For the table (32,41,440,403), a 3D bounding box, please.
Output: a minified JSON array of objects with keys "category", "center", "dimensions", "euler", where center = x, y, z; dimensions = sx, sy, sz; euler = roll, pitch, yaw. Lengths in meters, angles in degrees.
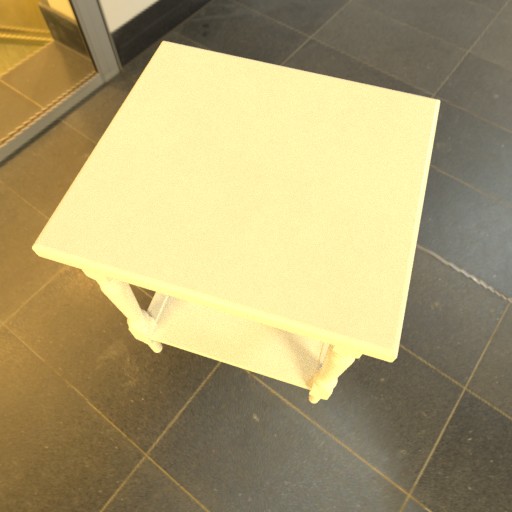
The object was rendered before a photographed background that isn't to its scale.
[{"category":"table","center":[0.000,0.000,0.899],"dimensions":[0.488,0.565,0.442],"euler":[16,63,8]}]
